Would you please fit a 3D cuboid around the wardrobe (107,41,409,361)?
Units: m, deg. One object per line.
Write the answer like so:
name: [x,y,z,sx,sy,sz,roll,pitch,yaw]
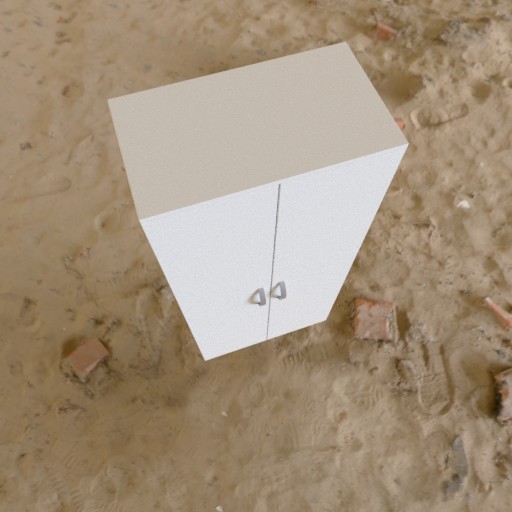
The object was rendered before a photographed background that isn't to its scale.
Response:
wardrobe: [0.000,0.000,2.019,0.760,1.700,0.470,-17,66,-8]
